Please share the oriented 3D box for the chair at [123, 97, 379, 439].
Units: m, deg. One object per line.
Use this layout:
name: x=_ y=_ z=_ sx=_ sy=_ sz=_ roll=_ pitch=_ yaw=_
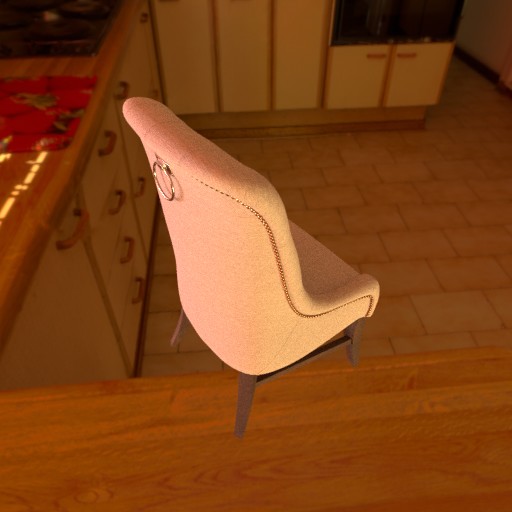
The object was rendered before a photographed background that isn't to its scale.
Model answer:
chair: x=0.000 y=0.000 z=1.493 sx=0.629 sy=1.091 sz=0.634 roll=-25 pitch=47 yaw=-26
